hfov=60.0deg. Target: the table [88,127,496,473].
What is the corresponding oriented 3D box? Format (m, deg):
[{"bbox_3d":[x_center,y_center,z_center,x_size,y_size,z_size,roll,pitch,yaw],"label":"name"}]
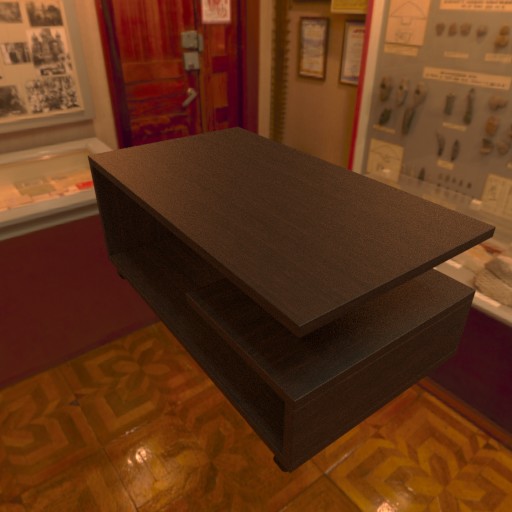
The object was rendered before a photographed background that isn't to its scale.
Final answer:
[{"bbox_3d":[0.000,0.000,1.343,0.590,0.460,1.050,-21,37,-30],"label":"table"}]
